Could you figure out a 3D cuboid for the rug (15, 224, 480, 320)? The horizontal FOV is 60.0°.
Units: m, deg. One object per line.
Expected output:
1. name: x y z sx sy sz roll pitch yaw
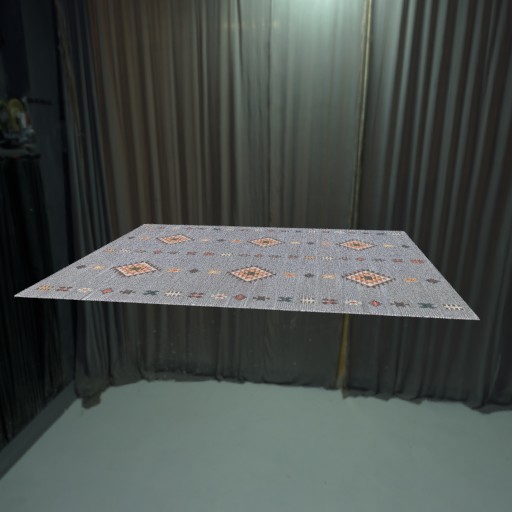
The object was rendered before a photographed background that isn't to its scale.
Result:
1. rug: 0.000 0.000 4.014 3.035 0.008 2.425 2 16 7
